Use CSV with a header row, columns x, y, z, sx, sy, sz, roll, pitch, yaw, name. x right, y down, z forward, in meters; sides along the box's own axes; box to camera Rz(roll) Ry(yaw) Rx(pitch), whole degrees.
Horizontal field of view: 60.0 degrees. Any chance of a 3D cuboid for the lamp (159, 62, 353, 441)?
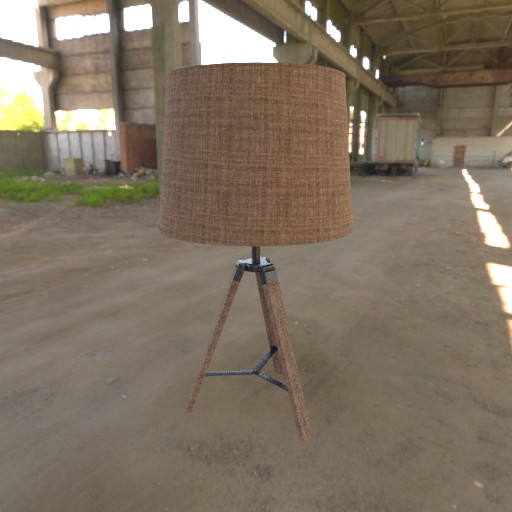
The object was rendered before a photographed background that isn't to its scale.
x,y,z,sx,sy,sz,roll,pitch,yaw,name
0.000,0.000,0.684,0.290,0.514,0.290,0,14,0,lamp
